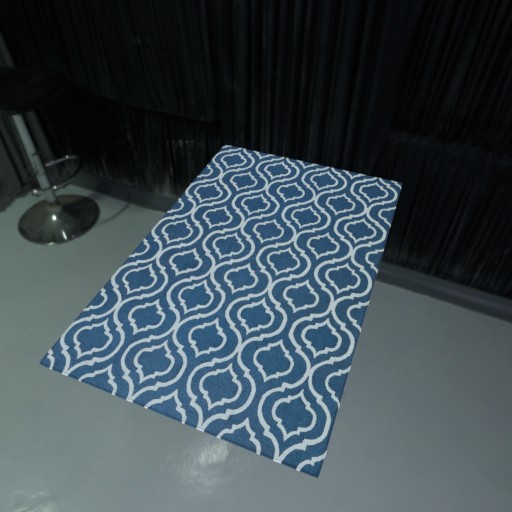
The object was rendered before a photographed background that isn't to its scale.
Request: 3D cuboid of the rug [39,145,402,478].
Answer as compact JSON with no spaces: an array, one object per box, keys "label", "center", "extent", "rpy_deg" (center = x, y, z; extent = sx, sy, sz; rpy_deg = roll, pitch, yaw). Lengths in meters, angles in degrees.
[{"label":"rug","center":[0.000,0.000,2.169],"extent":[1.143,0.010,1.753],"rpy_deg":[16,47,15]}]
